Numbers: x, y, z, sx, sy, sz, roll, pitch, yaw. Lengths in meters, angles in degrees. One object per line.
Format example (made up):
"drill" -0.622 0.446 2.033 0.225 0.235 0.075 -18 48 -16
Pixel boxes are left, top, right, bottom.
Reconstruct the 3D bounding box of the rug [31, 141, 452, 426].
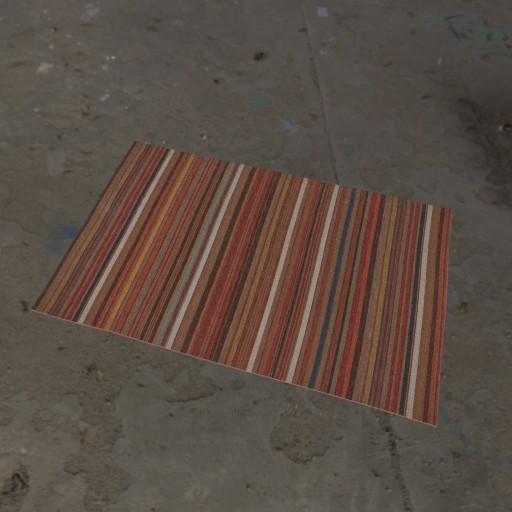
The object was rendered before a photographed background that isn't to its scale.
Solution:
"rug" 0.000 0.000 2.914 2.438 0.008 1.523 14 59 9
